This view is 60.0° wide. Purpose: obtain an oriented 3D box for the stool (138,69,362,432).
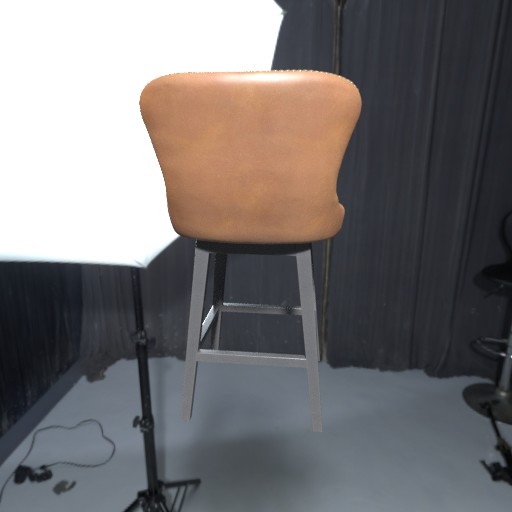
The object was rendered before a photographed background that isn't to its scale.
[{"bbox_3d":[0.000,0.000,1.328,0.528,0.971,0.593,2,16,7],"label":"stool"}]
